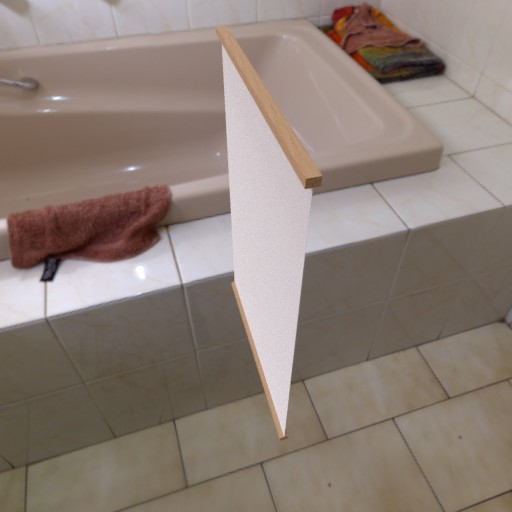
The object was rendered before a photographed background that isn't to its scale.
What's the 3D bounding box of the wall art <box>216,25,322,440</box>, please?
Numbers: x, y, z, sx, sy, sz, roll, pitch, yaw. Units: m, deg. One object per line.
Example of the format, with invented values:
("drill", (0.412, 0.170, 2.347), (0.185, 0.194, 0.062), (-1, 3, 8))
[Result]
("wall art", (0.000, 0.000, 0.635), (0.013, 0.510, 0.335), (-11, 47, -11))
